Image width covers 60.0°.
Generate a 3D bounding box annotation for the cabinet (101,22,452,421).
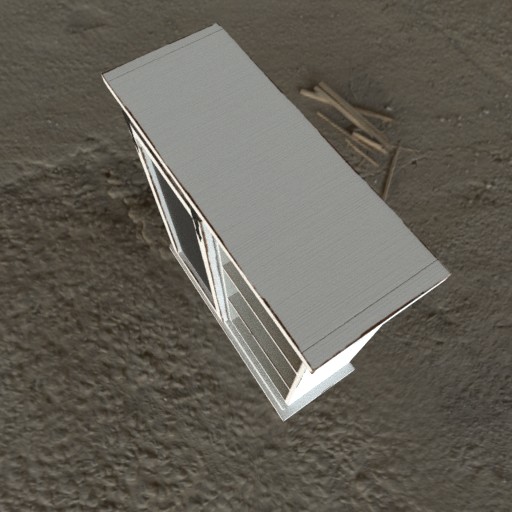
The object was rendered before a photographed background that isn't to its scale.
[{"bbox_3d":[0.000,0.000,0.880,0.210,0.603,0.541,-31,68,-14],"label":"cabinet"}]
